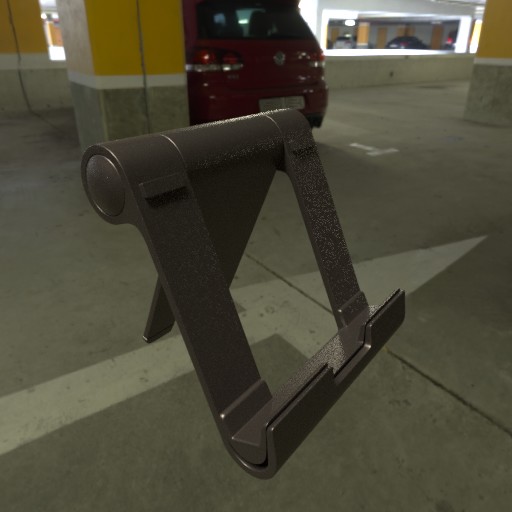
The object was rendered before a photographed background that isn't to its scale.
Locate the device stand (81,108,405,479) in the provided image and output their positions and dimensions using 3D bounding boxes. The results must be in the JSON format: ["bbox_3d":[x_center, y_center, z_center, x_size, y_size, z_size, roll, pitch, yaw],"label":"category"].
[{"bbox_3d":[0.000,0.000,0.150,0.079,0.084,0.088,19,32,34],"label":"device stand"}]
